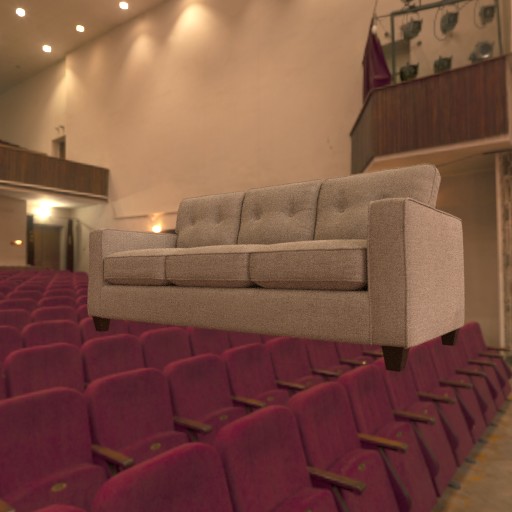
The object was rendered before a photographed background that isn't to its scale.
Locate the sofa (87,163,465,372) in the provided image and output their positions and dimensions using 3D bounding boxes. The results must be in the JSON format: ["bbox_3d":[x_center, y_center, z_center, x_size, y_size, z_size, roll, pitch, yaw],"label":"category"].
[{"bbox_3d":[0.000,0.000,2.652,2.133,0.965,0.939,-2,-3,37],"label":"sofa"}]
